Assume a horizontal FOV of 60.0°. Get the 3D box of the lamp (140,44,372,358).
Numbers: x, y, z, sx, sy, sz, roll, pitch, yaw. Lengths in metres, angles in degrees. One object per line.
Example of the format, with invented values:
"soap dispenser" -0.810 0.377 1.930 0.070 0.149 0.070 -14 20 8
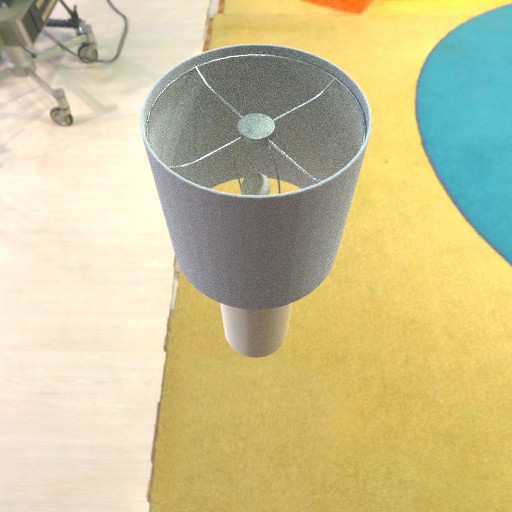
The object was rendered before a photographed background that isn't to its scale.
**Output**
"lamp" 0.000 0.000 0.614 0.212 0.493 0.212 -33 63 -20
